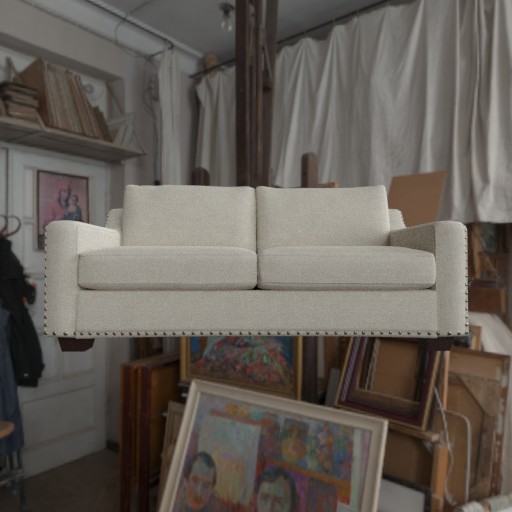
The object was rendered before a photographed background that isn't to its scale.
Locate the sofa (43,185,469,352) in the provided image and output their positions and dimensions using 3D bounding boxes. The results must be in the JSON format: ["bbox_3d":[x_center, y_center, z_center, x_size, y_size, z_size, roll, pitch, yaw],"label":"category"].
[{"bbox_3d":[0.000,0.000,2.702,2.107,0.983,1.104,0,-1,-1],"label":"sofa"}]
